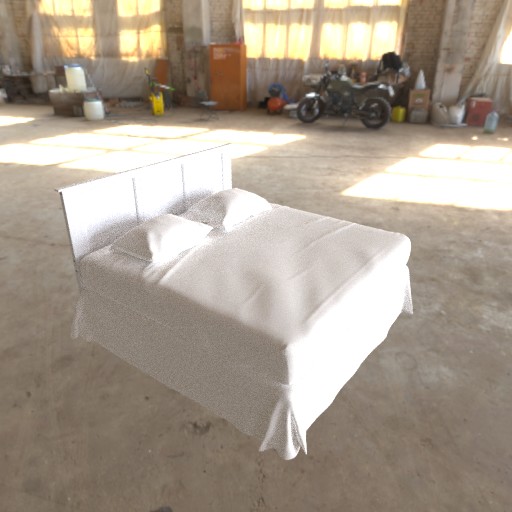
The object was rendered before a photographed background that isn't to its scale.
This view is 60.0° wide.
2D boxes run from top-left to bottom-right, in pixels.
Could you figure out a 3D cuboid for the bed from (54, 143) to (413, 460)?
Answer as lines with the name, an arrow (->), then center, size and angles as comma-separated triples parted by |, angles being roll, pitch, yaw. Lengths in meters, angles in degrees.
bed -> 0.000, 0.000, 3.682 | 2.215, 1.273, 2.317 | 18, 31, 32
